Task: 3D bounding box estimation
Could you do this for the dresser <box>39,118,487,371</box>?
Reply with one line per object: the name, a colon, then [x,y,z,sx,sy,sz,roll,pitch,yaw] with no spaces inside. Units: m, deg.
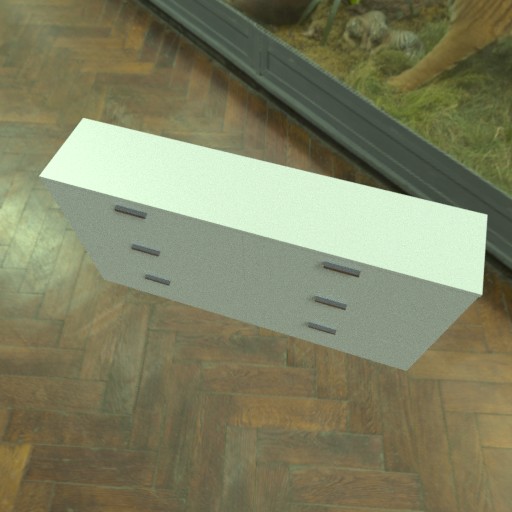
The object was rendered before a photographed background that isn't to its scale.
dresser: [0.000,0.000,1.875,1.535,0.790,0.333,15,60,9]
